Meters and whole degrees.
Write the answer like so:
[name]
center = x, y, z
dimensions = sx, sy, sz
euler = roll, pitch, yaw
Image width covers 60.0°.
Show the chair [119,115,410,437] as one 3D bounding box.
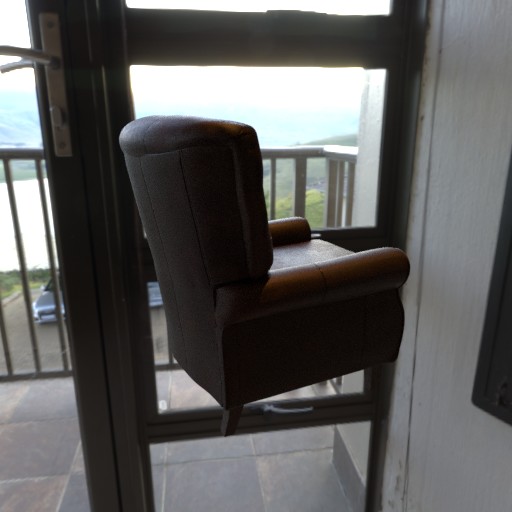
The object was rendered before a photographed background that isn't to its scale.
[chair]
center = 0.000, 0.000, 1.926
dimensions = 1.058, 1.158, 0.948
euler = -8, 18, -25
